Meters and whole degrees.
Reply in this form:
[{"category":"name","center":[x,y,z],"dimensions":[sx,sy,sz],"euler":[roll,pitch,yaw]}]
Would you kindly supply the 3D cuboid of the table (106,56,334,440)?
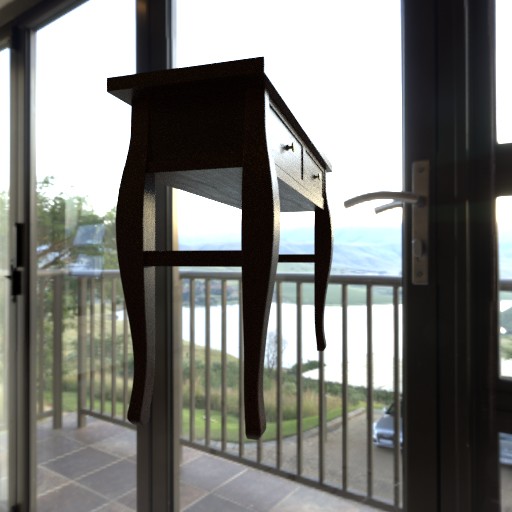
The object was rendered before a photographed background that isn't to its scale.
[{"category":"table","center":[0.000,0.000,1.415],"dimensions":[0.373,0.768,1.062],"euler":[0,0,17]}]
